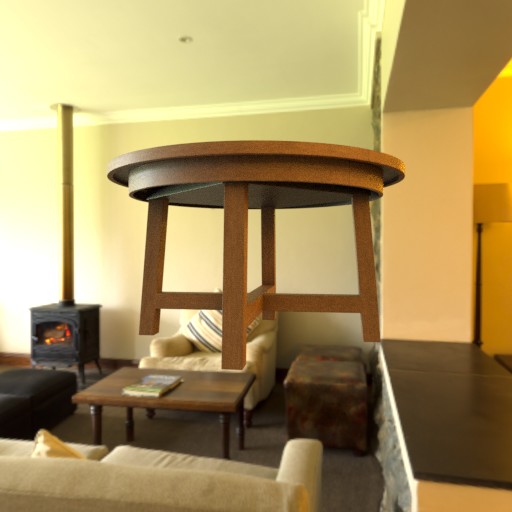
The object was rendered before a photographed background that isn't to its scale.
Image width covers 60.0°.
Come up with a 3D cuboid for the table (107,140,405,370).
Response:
[{"bbox_3d":[0.000,0.000,2.077,1.319,0.762,1.319,0,1,0],"label":"table"}]
